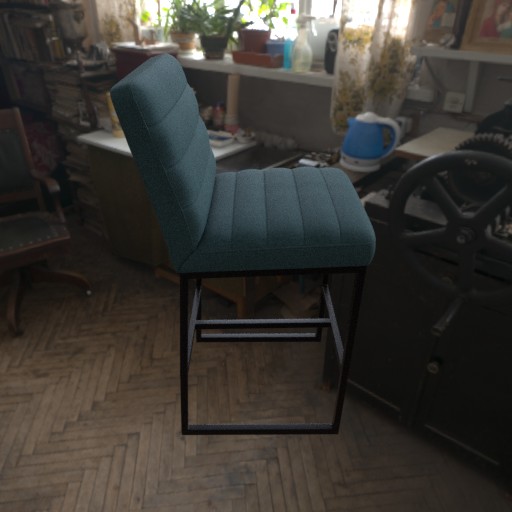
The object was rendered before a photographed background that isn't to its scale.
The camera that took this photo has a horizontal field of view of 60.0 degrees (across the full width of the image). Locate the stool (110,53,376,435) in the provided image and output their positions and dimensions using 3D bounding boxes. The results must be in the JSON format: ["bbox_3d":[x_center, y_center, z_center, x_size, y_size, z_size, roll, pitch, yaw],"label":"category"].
[{"bbox_3d":[0.000,0.000,1.290,0.560,1.040,0.460,0,32,0],"label":"stool"}]
